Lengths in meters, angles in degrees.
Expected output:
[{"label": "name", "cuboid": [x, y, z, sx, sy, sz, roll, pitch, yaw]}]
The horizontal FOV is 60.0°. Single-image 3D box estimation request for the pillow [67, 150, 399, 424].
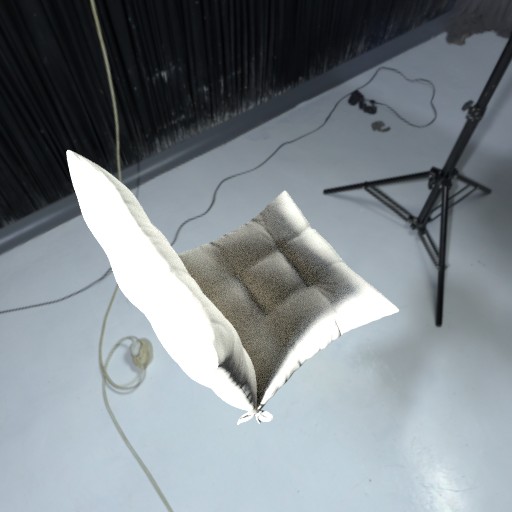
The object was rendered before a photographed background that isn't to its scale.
[{"label": "pillow", "cuboid": [0.000, 0.000, 1.007, 0.585, 0.536, 0.541, -31, 63, -18]}]
